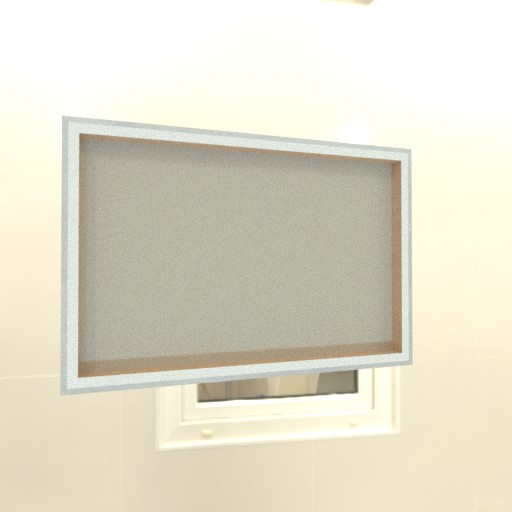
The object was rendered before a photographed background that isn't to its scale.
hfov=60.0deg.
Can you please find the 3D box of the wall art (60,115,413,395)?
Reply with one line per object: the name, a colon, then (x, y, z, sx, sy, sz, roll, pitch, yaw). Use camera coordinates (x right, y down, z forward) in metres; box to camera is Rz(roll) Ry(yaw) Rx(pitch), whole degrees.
wall art: (0.000, 0.000, 0.758, 0.609, 0.407, 0.038, 0, -1, -19)
